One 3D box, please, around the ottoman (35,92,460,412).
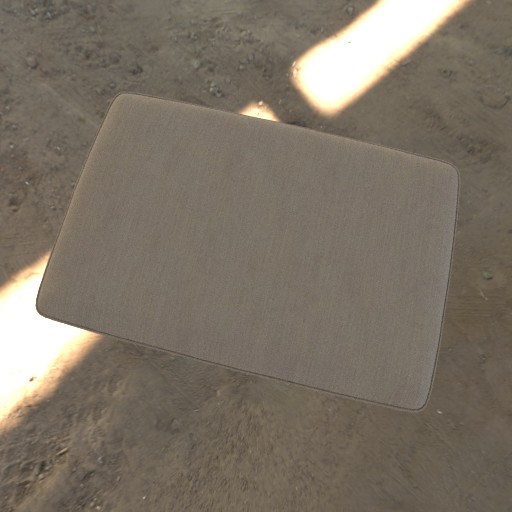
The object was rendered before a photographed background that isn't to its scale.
[{"bbox_3d":[0.000,0.000,1.250,0.941,0.480,0.636,14,75,4],"label":"ottoman"}]
